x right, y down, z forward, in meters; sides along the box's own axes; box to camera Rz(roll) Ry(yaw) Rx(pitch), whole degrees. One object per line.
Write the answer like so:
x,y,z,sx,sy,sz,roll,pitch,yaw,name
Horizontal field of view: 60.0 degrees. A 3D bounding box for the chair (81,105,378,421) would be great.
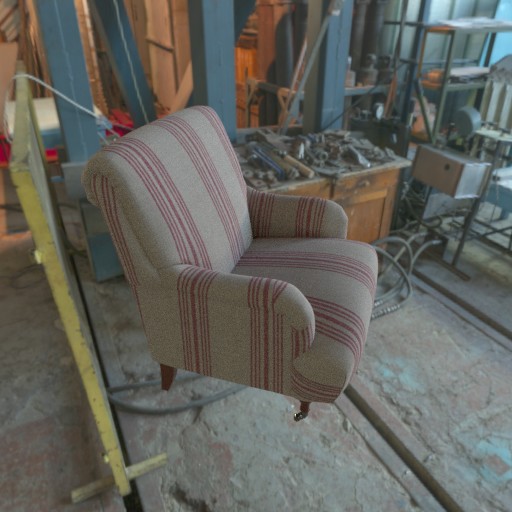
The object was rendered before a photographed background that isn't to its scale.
0.000,0.000,1.965,1.058,1.123,0.933,10,32,16,chair
